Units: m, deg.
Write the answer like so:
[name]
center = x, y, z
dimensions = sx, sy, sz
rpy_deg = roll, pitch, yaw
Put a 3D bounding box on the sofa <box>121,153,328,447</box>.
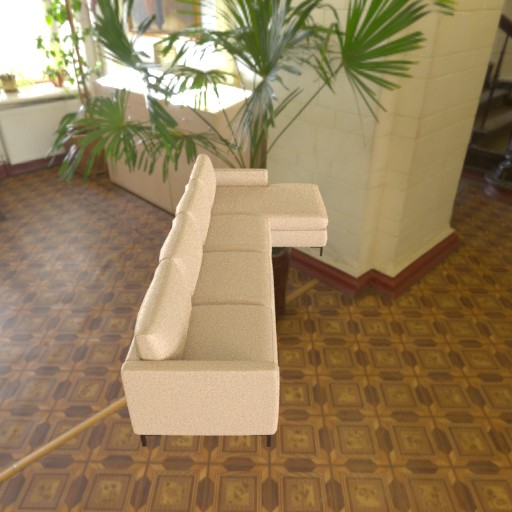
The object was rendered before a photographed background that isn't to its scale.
[sofa]
center = 0.000, 0.000, 3.276
dimensions = 1.258, 0.755, 2.731
rpy_deg = 0, 31, 0
